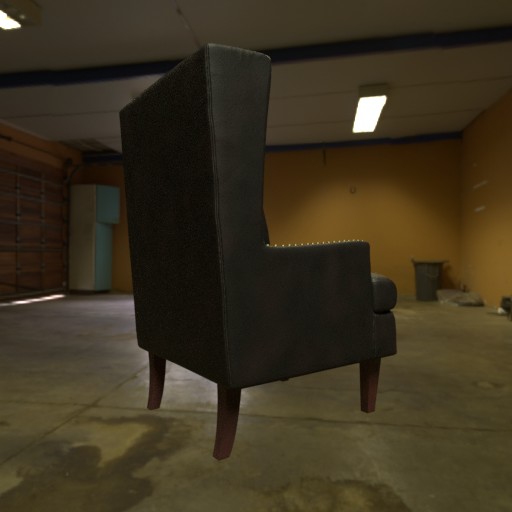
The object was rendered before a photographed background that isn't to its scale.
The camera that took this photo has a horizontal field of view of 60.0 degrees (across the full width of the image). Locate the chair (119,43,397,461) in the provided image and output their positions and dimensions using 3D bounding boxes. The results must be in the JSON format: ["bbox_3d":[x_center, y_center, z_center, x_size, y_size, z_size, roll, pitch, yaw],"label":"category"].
[{"bbox_3d":[0.000,0.000,1.634,0.799,1.142,0.703,0,0,-36],"label":"chair"}]
